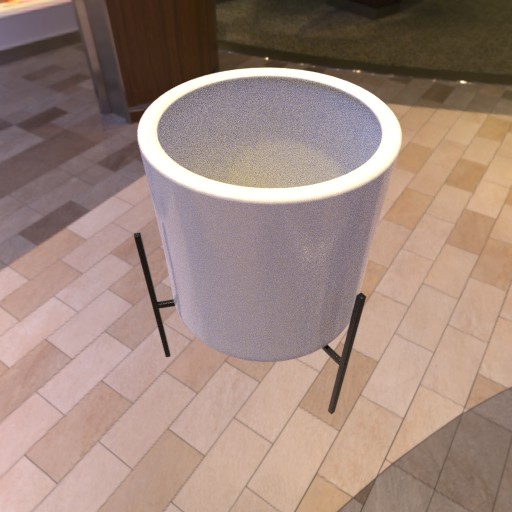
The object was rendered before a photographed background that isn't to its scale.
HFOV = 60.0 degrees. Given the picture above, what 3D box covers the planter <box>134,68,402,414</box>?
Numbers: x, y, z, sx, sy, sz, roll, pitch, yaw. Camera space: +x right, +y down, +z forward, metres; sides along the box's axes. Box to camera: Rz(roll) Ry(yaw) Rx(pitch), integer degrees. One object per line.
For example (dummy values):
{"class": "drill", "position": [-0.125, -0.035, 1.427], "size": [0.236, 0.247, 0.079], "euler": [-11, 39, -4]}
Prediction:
{"class": "planter", "position": [0.000, 0.000, 0.724], "size": [0.361, 0.480, 0.360], "euler": [-8, 46, -8]}
